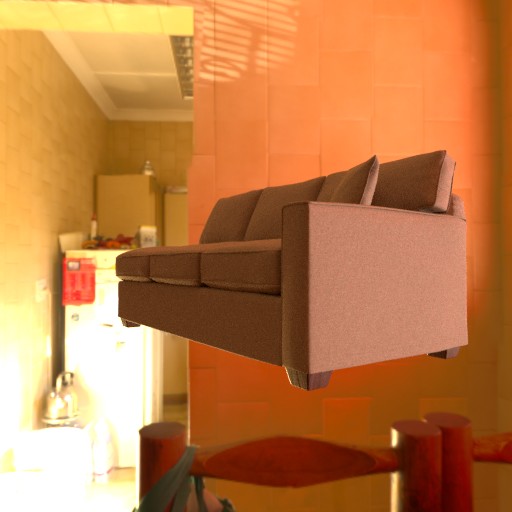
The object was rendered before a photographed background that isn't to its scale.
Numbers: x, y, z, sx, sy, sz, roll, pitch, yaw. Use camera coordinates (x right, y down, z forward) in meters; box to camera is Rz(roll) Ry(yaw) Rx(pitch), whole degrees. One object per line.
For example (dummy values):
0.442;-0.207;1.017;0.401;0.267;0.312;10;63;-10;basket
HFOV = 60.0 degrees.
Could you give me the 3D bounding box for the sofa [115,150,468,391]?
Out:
0.000;0.000;2.539;1.034;0.946;1.963;1;-1;-36;sofa
